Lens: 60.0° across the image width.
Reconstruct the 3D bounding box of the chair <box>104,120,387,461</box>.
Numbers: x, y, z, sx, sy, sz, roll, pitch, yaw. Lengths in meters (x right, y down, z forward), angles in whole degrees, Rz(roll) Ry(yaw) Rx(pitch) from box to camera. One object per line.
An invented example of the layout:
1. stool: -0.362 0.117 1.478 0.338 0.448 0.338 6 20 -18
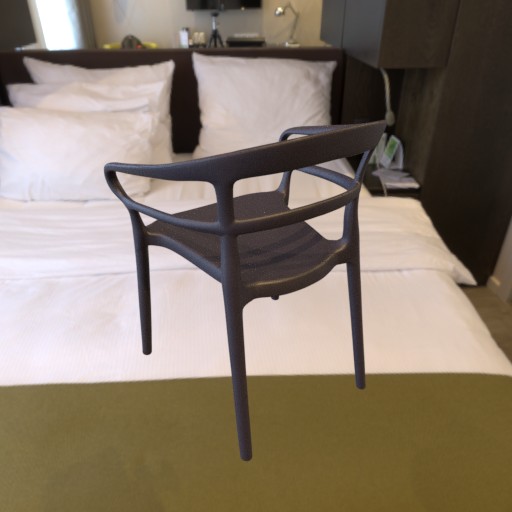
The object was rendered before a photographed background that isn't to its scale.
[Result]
1. chair: 0.000 0.000 1.134 0.559 0.761 0.527 -20 36 -29
